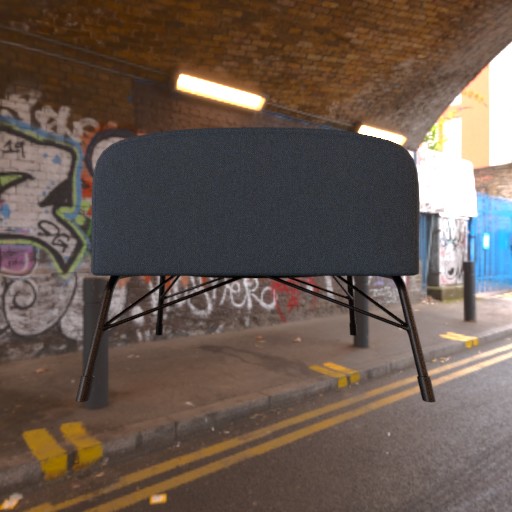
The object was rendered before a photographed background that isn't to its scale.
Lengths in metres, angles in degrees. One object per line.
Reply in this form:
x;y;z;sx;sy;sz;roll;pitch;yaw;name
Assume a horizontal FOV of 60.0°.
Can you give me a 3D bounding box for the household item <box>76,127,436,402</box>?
0.000;0.000;0.907;0.530;0.420;0.530;0;1;0;household item
